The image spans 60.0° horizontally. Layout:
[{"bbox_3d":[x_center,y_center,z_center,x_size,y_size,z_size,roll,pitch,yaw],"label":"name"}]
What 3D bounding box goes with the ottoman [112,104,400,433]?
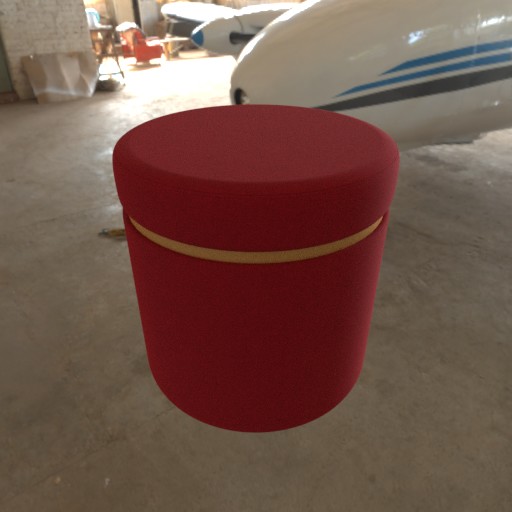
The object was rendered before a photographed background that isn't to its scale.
[{"bbox_3d":[0.000,0.000,0.733,0.400,0.406,0.400,0,32,0],"label":"ottoman"}]
